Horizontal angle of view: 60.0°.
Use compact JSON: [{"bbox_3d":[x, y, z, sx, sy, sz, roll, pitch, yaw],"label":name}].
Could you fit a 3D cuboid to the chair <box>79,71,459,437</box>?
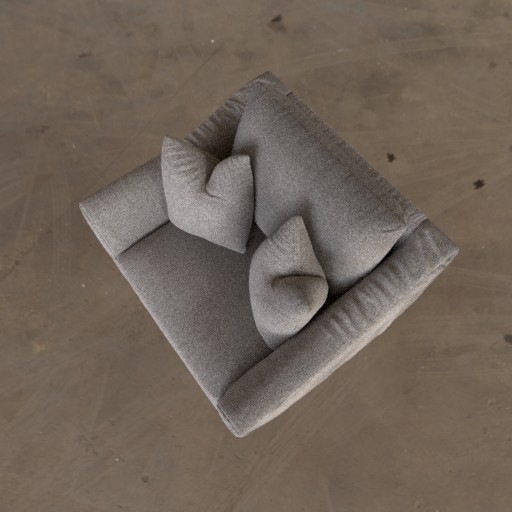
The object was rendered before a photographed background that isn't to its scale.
[{"bbox_3d":[0.000,0.000,2.038,1.071,1.059,1.194,-35,69,-15],"label":"chair"}]
